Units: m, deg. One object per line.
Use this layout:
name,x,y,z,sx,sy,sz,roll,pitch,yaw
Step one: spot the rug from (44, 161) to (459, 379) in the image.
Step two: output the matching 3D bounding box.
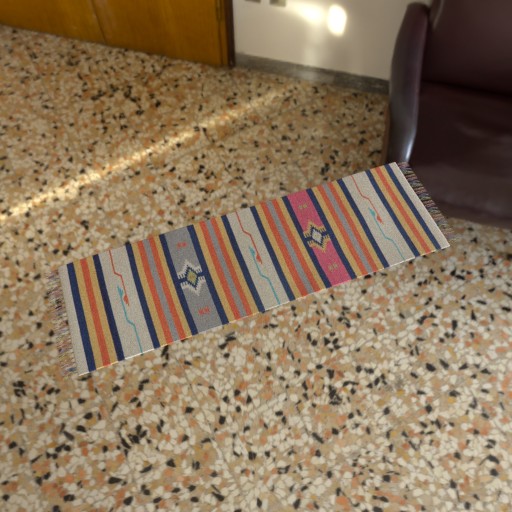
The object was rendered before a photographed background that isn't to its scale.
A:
rug,0.000,0.000,2.702,2.455,0.017,0.695,-18,64,-9
